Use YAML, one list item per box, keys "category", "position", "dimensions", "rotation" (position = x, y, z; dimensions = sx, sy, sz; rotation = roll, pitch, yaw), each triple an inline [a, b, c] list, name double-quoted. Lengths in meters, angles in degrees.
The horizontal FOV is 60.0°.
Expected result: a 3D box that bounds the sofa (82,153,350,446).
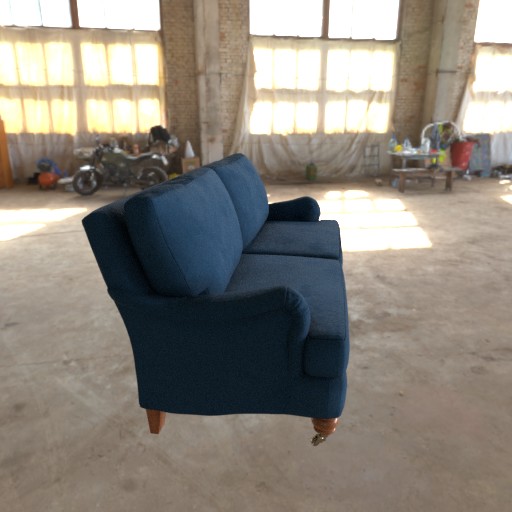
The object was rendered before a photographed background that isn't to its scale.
- category: "sofa"
  position: [0.000, 0.000, 2.757]
  dimensions: [1.084, 1.101, 2.141]
  rotation: [3, 18, 9]
